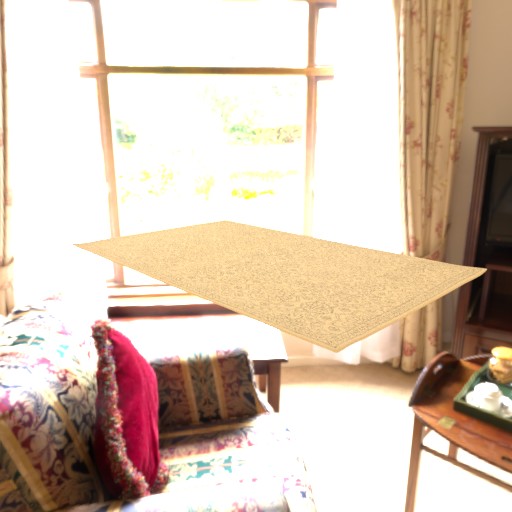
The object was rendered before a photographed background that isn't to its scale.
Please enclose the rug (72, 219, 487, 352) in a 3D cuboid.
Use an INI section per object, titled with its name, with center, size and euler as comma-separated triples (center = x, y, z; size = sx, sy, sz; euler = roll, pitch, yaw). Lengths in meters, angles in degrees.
[rug]
center = 0.000, 0.000, 2.991
size = 1.518, 0.023, 2.434
euler = -14, 20, -42
